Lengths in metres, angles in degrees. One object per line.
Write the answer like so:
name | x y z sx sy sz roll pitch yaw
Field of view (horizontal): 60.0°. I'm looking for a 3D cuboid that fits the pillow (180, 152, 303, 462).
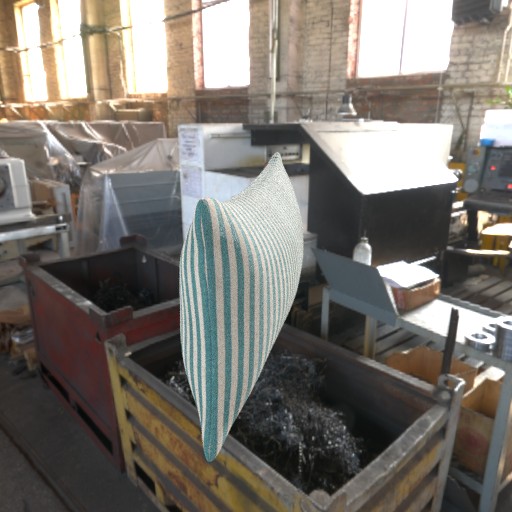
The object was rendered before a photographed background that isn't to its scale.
pillow | 0.000 0.000 0.735 0.151 0.295 0.617 3 17 9
